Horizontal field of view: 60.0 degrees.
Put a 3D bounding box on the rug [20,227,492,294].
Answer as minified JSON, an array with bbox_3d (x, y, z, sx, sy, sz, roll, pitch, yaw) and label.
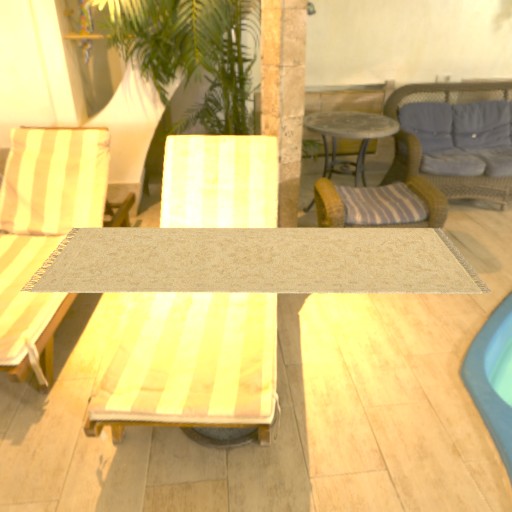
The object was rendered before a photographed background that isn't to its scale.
[{"bbox_3d":[0.000,0.000,2.731,2.544,0.015,0.795,0,29,0],"label":"rug"}]
